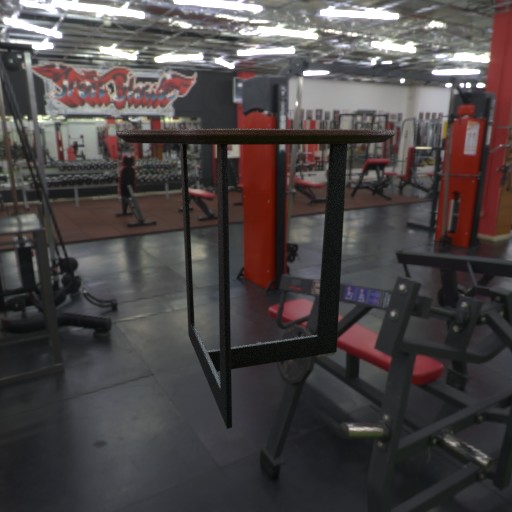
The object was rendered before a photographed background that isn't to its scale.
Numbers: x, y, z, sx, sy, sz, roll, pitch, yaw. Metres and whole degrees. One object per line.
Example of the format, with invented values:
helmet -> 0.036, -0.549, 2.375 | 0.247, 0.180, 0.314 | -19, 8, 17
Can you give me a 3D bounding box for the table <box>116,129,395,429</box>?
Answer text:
table -> 0.000, 0.000, 0.876 | 0.494, 0.476, 0.477 | -8, 17, -27
